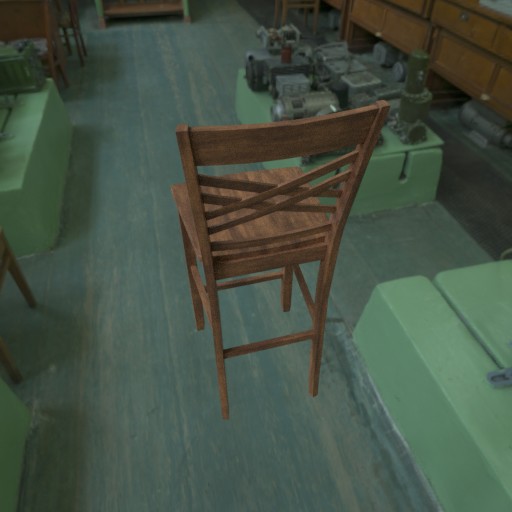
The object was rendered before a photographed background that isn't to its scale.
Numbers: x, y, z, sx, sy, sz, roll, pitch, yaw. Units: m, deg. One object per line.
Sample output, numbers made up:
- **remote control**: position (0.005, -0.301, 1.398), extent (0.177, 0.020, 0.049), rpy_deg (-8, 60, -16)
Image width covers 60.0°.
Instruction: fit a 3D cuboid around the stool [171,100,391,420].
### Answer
- **stool**: position (0.000, 0.000, 1.376), extent (0.433, 1.105, 0.487), rpy_deg (-11, 43, -12)
